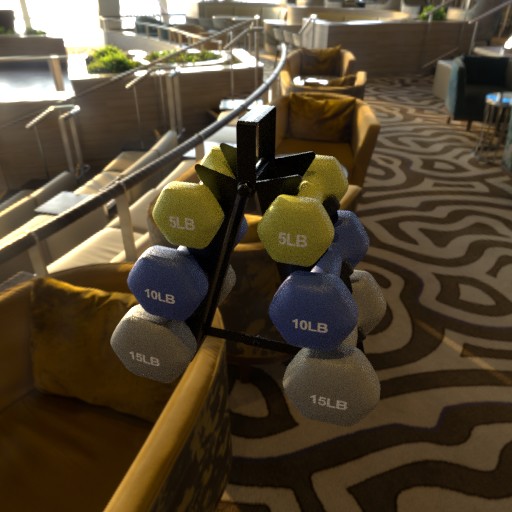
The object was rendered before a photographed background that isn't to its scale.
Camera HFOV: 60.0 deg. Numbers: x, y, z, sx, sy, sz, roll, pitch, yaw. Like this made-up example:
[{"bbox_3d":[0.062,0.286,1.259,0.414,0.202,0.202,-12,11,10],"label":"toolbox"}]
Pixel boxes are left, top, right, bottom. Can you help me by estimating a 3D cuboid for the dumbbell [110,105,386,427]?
[{"bbox_3d":[0.000,0.000,0.672,0.416,0.426,0.261,9,33,14],"label":"dumbbell"}]
